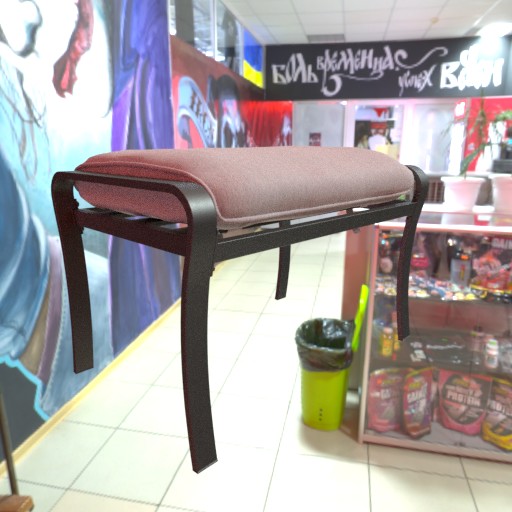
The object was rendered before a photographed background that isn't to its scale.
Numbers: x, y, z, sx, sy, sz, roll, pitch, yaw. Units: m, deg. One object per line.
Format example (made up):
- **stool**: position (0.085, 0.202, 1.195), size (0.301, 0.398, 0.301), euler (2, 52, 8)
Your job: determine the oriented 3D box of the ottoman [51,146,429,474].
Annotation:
- **ottoman**: position (0.000, 0.000, 0.879), size (0.406, 0.422, 0.610), euler (14, 20, 43)
